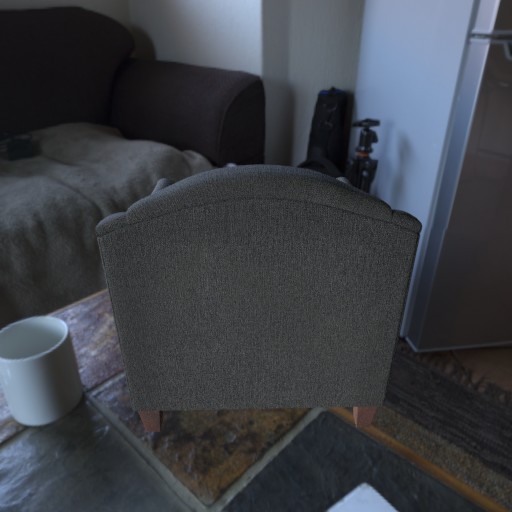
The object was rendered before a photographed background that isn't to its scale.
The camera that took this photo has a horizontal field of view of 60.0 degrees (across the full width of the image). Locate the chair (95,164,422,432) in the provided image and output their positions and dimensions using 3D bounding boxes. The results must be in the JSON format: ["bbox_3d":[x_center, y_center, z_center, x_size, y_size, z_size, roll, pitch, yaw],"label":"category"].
[{"bbox_3d":[0.000,0.000,1.487,0.763,0.839,0.787,-1,30,-1],"label":"chair"}]
